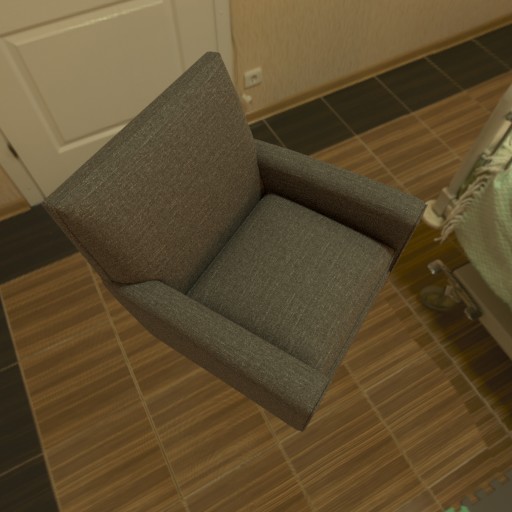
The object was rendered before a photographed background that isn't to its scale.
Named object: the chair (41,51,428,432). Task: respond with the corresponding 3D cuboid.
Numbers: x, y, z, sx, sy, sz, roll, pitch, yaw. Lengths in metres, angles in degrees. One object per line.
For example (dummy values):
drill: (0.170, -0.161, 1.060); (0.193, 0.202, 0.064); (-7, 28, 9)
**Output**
chair: (0.000, 0.000, 1.585); (0.875, 0.885, 0.838); (29, 64, 16)
